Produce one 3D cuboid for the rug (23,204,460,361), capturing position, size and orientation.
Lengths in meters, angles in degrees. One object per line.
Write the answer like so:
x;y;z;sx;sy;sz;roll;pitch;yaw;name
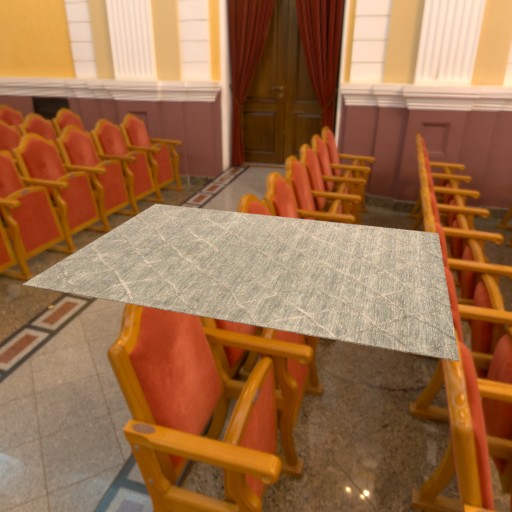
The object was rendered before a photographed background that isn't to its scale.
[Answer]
0.000;0.000;2.849;2.283;0.006;1.521;7;26;16;rug
